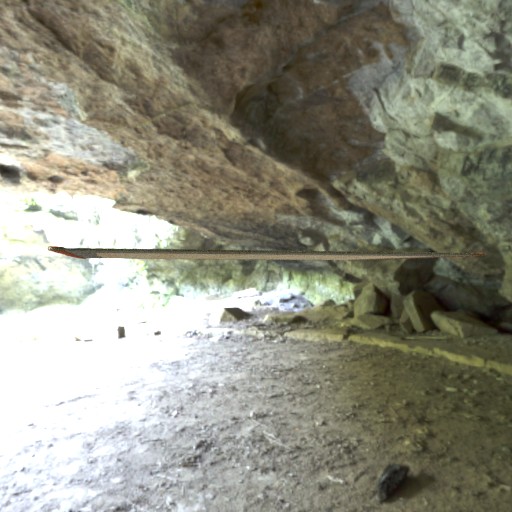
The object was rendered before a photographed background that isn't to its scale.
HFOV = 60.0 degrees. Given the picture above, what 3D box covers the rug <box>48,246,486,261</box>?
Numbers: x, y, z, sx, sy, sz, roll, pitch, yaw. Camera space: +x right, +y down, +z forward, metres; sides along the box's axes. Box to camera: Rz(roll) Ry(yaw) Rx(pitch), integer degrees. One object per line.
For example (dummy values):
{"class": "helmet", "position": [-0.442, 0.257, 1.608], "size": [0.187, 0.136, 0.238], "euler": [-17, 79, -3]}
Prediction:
{"class": "rug", "position": [0.000, 0.000, 2.310], "size": [1.838, 0.019, 1.220], "euler": [1, -2, -17]}
